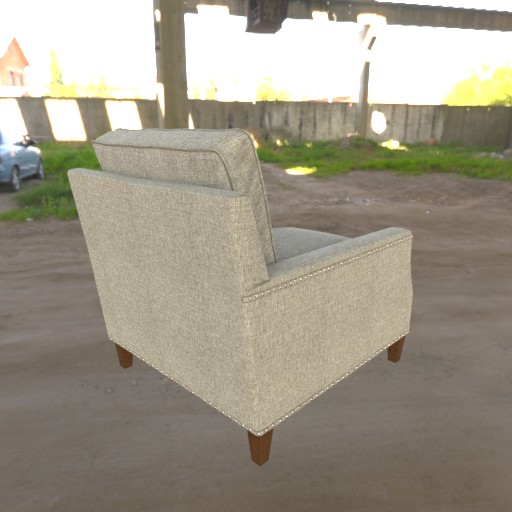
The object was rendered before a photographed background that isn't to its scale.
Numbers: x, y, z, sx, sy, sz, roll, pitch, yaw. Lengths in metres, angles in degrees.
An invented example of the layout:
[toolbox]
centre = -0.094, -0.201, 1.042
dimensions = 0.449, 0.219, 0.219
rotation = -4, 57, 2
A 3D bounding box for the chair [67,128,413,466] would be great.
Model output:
[chair]
centre = 0.000, 0.000, 1.687
dimensions = 0.853, 0.943, 1.014
rotation = 16, 23, 42
